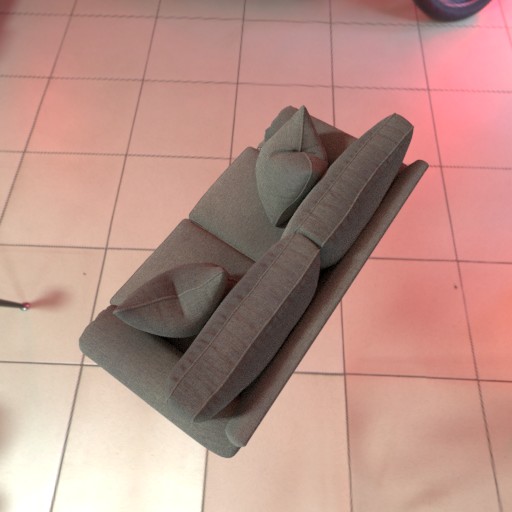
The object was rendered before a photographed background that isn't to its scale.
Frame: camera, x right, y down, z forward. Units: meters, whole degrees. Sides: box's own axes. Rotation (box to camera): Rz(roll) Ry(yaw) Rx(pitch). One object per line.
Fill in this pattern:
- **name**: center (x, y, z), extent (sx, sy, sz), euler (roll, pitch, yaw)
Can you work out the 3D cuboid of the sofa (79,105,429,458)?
- **sofa**: center (0.000, 0.000, 2.223), extent (0.966, 0.966, 1.701), euler (32, 68, 15)
